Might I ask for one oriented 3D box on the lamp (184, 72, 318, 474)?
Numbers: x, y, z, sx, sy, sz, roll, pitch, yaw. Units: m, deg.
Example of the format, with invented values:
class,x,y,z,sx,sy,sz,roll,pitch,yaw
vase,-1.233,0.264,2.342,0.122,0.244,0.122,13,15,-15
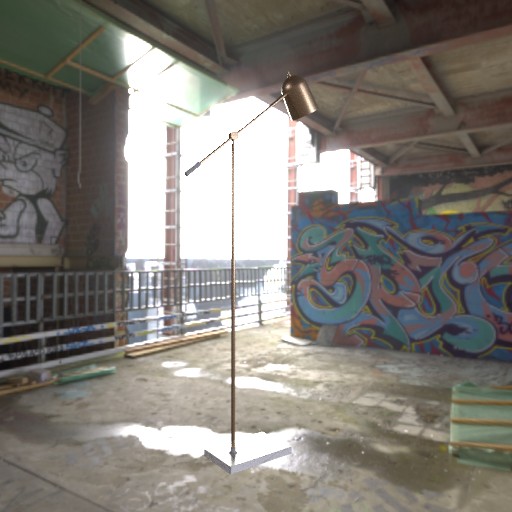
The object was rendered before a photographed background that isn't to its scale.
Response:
class,x,y,z,sx,sy,sz,roll,pitch,yaw
lamp,0.000,0.000,1.807,0.653,1.594,0.194,0,0,-37
